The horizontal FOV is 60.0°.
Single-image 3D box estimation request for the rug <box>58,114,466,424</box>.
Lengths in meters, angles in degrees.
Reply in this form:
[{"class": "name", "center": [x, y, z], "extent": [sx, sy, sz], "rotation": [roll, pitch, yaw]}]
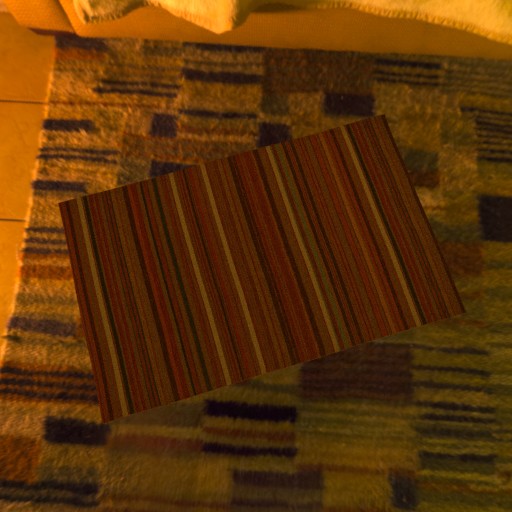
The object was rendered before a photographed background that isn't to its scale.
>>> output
[{"class": "rug", "center": [0.000, 0.000, 3.005], "extent": [2.438, 0.008, 1.523], "rotation": [-16, 77, -4]}]
